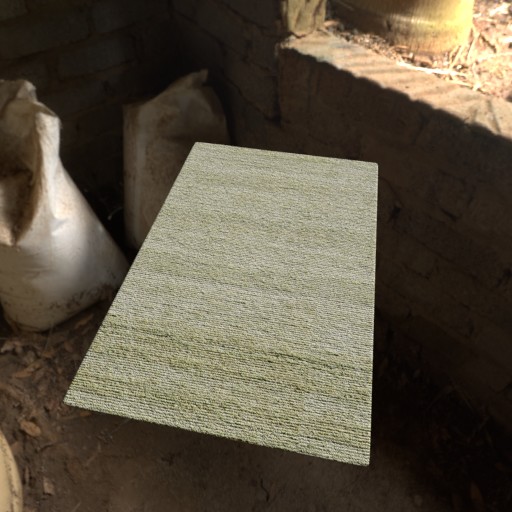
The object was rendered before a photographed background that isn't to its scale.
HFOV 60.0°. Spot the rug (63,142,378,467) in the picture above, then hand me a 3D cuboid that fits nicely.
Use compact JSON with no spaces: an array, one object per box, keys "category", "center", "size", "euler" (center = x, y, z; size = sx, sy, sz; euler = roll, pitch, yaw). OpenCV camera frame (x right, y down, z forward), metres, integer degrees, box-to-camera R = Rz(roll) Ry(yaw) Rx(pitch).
[{"category":"rug","center":[0.000,0.000,2.164],"size":[1.143,0.010,1.758],"euler":[9,49,8]}]
